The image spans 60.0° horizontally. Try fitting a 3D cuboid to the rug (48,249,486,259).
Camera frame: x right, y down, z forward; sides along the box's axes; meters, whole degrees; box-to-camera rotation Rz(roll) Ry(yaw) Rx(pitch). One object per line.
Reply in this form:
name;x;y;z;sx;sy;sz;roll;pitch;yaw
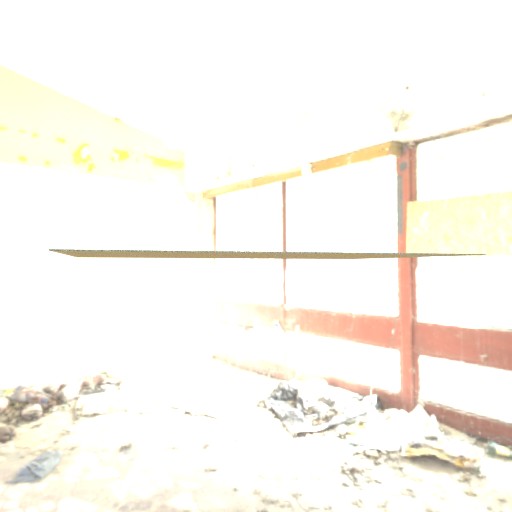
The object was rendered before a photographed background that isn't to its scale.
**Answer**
rug;0.000;0.000;2.219;1.752;0.006;1.142;0;-1;-18
